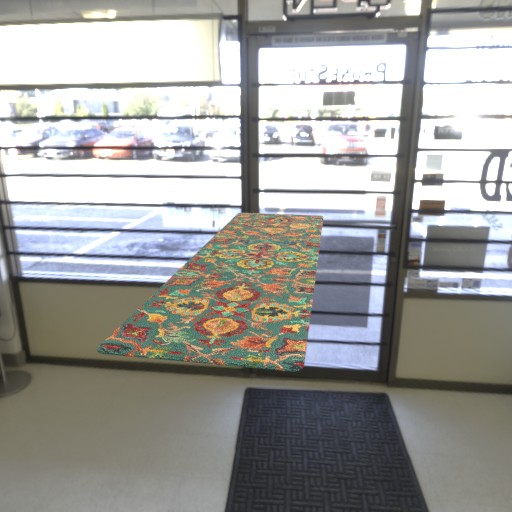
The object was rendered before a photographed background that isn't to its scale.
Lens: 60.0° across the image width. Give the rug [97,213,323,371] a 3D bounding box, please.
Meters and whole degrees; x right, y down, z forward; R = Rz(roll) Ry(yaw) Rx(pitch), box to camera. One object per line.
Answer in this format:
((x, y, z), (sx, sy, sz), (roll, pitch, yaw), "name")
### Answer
((0.000, 0.000, 2.472), (0.686, 0.013, 2.286), (3, 17, 9), "rug")
